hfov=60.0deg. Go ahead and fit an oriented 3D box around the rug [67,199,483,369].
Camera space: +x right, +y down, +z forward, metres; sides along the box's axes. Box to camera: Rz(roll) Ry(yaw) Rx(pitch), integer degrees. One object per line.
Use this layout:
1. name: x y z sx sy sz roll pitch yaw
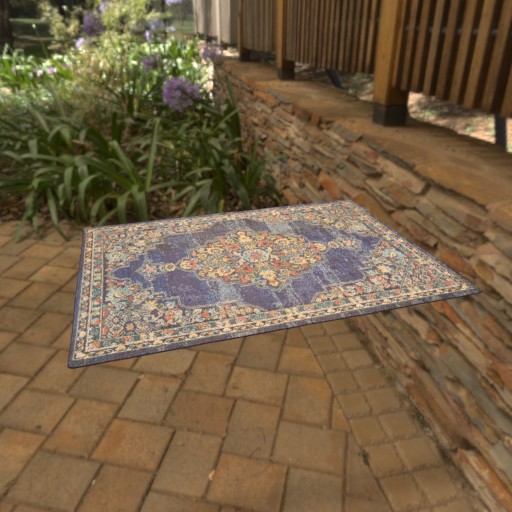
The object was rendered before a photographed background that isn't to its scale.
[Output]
1. rug: 0.000 0.000 2.928 2.232 0.009 1.630 -8 28 -15
